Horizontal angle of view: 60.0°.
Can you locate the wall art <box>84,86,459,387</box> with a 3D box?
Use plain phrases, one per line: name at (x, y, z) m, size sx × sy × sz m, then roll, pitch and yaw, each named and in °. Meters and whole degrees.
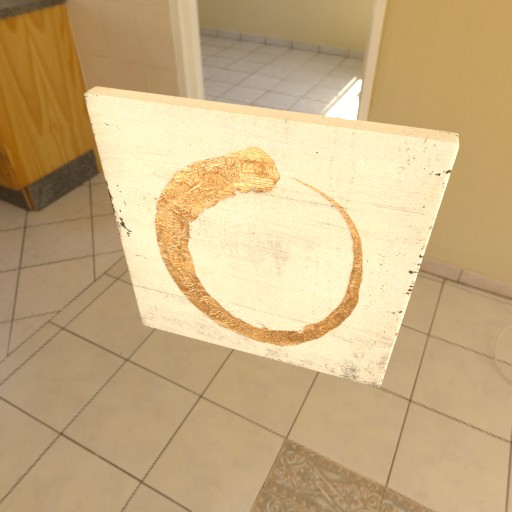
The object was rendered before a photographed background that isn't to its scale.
wall art at (0.000, 0.000, 0.902) m, size 0.610 × 0.611 × 0.040 m, roll 12°, pitch 42°, yaw 13°
